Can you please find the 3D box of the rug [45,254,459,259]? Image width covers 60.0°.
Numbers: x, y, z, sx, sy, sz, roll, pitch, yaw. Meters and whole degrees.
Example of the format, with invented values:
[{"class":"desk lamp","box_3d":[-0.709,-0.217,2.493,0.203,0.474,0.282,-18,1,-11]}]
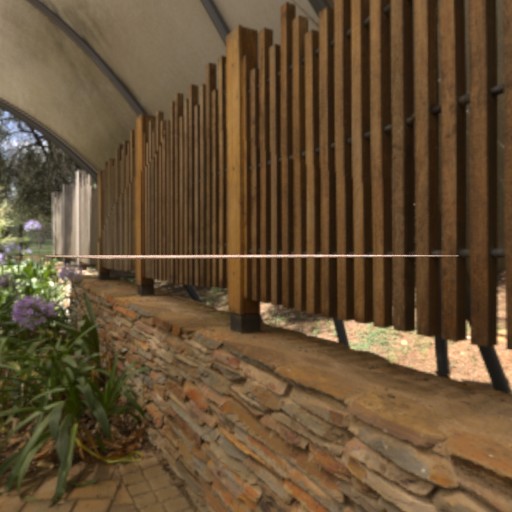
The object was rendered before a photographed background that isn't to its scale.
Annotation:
[{"class":"rug","box_3d":[0.000,0.000,3.073,2.440,0.010,1.545,0,0,-34]}]
